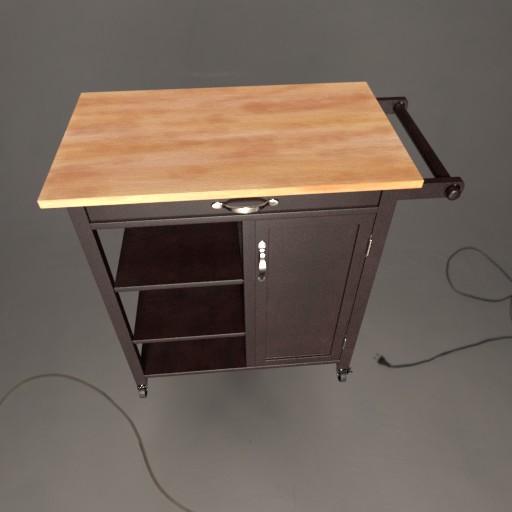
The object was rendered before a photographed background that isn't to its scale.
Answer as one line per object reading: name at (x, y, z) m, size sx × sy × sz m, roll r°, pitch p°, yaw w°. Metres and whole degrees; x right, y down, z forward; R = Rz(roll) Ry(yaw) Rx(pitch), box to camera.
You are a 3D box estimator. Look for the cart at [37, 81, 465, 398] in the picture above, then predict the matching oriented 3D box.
cart at (0.000, 0.000, 1.385) m, size 0.914 × 0.878 × 0.472 m, roll -4°, pitch 46°, yaw -3°
